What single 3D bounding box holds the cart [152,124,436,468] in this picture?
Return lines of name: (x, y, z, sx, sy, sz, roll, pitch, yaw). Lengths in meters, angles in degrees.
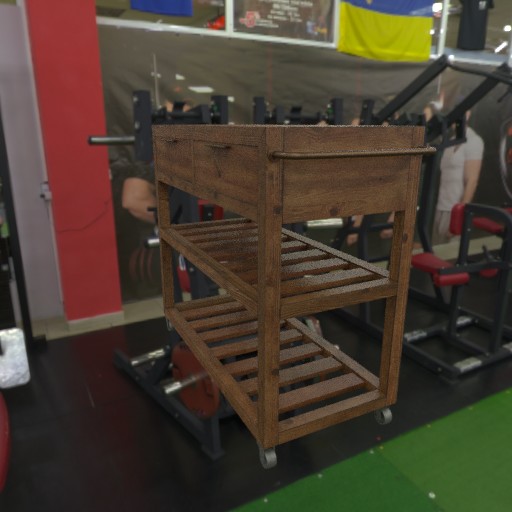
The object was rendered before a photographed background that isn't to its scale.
cart: (0.000, 0.000, 1.468, 0.445, 0.830, 1.065, -8, 19, -25)
